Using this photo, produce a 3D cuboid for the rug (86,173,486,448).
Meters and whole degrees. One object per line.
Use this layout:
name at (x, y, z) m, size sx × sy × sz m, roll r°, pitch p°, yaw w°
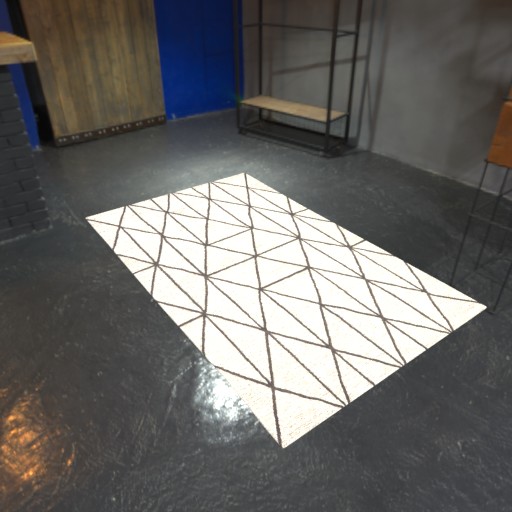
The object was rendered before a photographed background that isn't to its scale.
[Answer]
rug at (0.000, 0.000, 3.032) m, size 1.526 × 0.008 × 2.465 m, roll -22°, pitch 39°, yaw -30°
